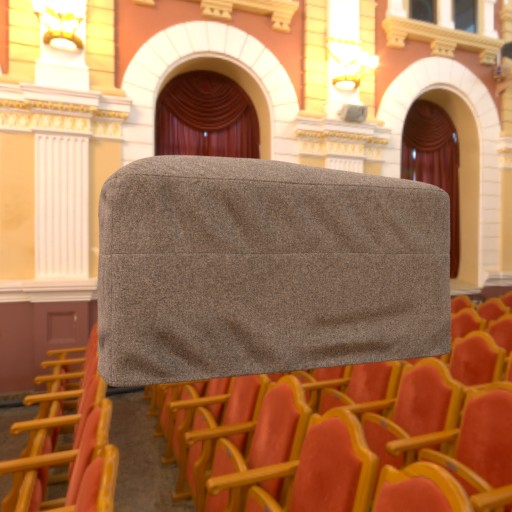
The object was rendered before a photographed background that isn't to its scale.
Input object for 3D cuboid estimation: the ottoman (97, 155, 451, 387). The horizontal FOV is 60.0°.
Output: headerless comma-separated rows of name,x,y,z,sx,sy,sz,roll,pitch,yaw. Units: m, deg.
ottoman,0.000,0.000,1.242,0.837,0.481,0.683,0,0,-19
